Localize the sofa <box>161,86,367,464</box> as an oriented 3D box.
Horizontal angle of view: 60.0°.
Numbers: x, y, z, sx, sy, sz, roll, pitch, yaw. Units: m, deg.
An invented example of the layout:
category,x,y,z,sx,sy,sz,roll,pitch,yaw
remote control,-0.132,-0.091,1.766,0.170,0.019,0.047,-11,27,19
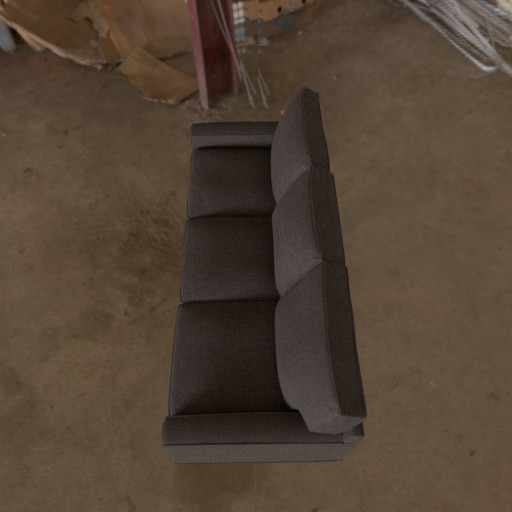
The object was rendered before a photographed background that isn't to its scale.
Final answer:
category,x,y,z,sx,sy,sz,roll,pitch,yaw
sofa,0.000,0.000,2.913,1.004,0.978,2.369,-1,57,-1
